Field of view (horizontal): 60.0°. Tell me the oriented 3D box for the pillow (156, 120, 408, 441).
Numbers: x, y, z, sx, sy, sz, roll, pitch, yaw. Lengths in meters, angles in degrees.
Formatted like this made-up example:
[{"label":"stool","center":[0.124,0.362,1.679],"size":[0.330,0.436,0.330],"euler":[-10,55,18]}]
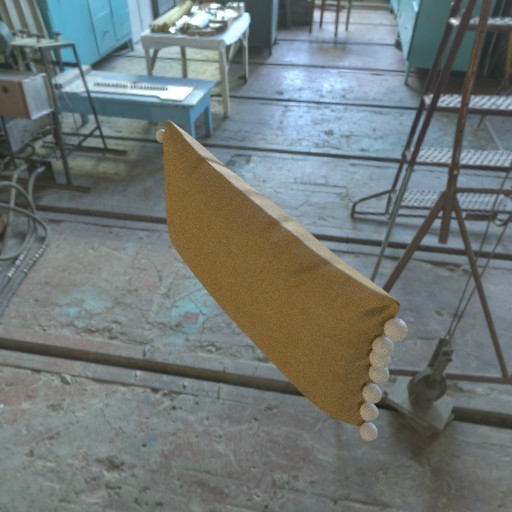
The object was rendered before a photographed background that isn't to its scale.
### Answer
[{"label":"pillow","center":[0.000,0.000,0.859],"size":[0.201,0.322,0.709],"euler":[-25,46,-26]}]
